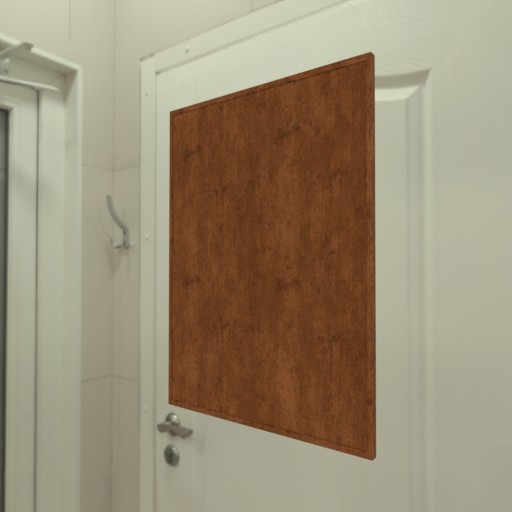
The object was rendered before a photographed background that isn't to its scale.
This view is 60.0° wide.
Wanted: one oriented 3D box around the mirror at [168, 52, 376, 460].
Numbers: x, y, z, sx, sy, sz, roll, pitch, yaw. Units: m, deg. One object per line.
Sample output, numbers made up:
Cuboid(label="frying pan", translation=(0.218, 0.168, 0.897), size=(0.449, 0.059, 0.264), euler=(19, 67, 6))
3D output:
Cuboid(label="mirror", translation=(0.000, 0.000, 1.436), size=(0.796, 1.099, 0.028), euler=(-1, -1, 37))
